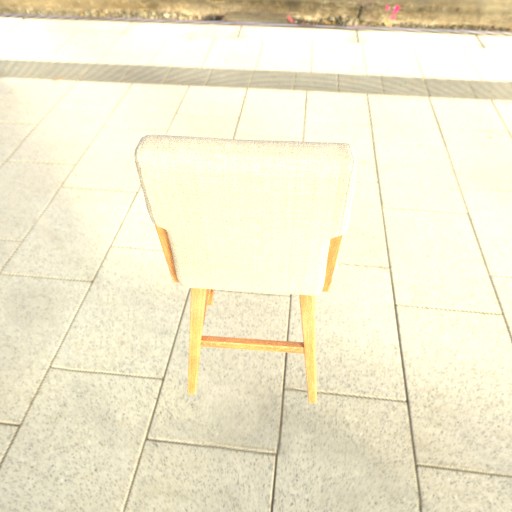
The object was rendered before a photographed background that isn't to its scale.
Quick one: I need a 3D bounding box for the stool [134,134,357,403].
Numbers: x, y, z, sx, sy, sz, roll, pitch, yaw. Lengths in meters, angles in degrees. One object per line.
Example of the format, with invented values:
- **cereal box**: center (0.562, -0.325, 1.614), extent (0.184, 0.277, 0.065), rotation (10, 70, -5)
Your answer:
- **stool**: center (0.000, 0.000, 1.392), extent (0.483, 1.106, 0.569), rotation (3, 46, 3)
